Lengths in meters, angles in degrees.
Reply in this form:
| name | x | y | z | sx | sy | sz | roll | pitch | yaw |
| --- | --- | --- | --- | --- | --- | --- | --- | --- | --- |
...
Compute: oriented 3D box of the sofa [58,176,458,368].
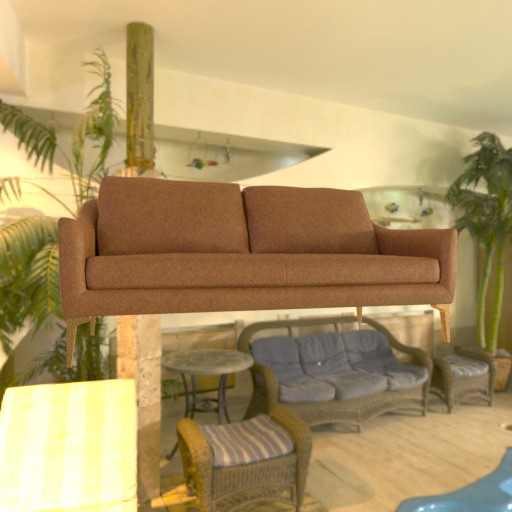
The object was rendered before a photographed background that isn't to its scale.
| name | x | y | z | sx | sy | sz | roll | pitch | yaw |
| --- | --- | --- | --- | --- | --- | --- | --- | --- | --- |
| sofa | 0.000 | 0.000 | 2.565 | 2.036 | 0.945 | 0.981 | 0 | -1 | -18 |
